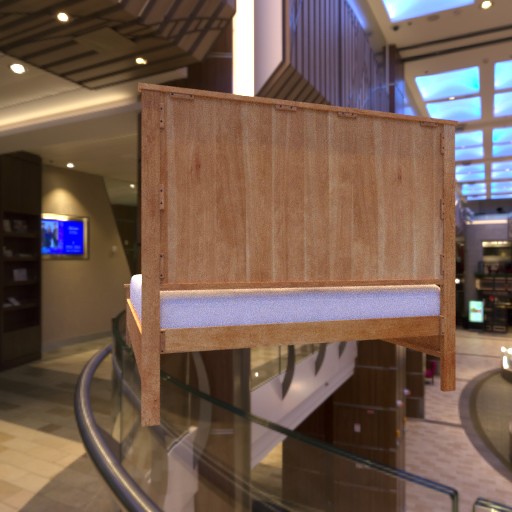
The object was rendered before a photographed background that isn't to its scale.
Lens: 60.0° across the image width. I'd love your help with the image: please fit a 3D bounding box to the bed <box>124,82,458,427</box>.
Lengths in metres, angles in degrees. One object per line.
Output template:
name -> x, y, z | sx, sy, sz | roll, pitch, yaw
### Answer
bed -> 0.000, 0.000, 4.036 | 2.225, 1.938, 2.530 | 0, 0, -18
